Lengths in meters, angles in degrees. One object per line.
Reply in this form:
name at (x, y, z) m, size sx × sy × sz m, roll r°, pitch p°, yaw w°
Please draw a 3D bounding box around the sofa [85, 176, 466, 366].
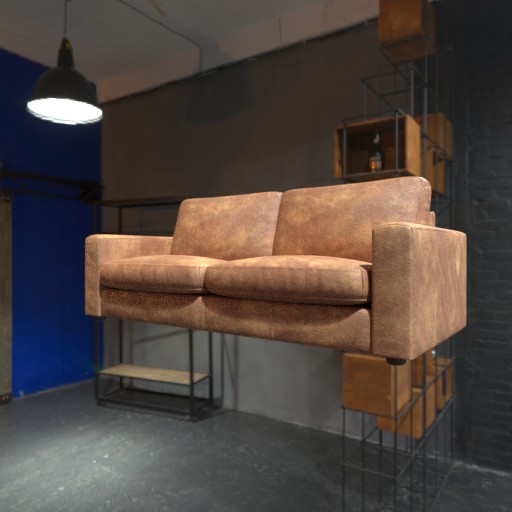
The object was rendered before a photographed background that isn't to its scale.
sofa at (0.000, 0.000, 2.706) m, size 2.179 × 0.873 × 1.016 m, roll 0°, pitch 0°, yaw 36°
